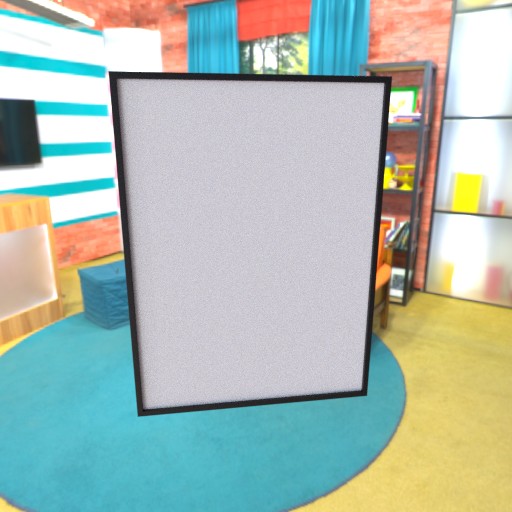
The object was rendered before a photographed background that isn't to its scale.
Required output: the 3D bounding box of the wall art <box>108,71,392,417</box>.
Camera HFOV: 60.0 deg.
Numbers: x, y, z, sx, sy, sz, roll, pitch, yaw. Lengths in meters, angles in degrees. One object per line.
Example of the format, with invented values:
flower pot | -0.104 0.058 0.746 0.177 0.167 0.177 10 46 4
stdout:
wall art | 0.000 0.000 1.404 0.802 1.070 0.036 -2 16 -8
